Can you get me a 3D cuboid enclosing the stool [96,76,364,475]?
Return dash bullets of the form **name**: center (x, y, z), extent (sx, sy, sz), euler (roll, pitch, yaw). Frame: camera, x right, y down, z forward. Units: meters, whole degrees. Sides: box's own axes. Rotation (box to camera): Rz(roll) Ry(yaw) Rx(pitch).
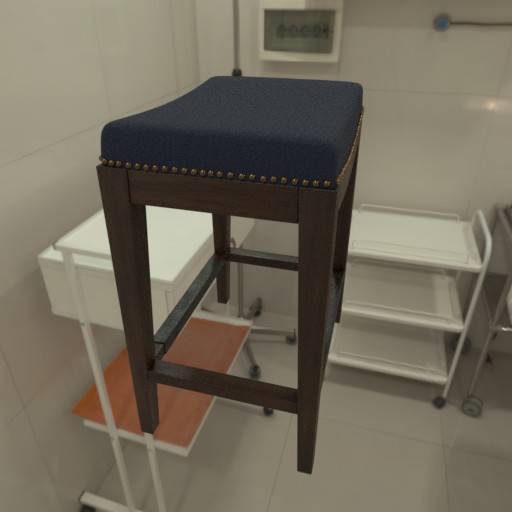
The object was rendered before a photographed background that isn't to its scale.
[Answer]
- **stool**: center (0.000, 0.000, 0.935), extent (0.361, 0.642, 0.500), euler (8, 32, 13)
